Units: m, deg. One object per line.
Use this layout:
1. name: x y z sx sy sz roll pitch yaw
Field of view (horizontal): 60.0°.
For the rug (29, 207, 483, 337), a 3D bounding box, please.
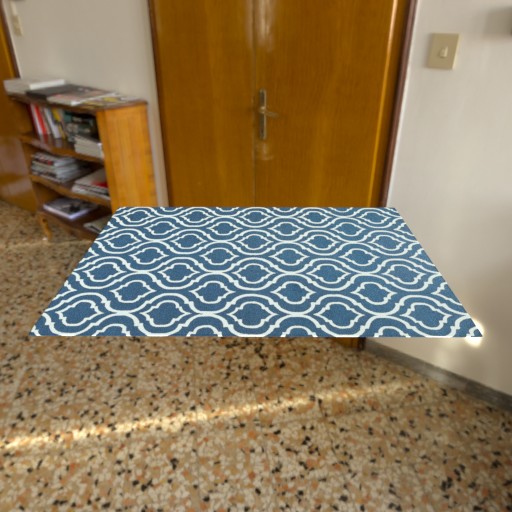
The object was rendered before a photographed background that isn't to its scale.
1. rug: 0.000 0.000 4.324 3.353 0.010 2.438 0 29 0
